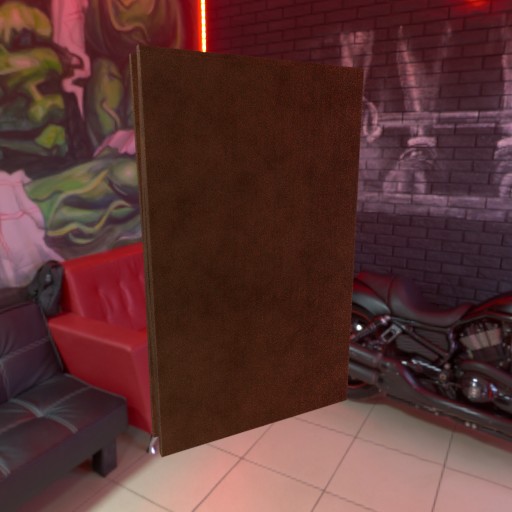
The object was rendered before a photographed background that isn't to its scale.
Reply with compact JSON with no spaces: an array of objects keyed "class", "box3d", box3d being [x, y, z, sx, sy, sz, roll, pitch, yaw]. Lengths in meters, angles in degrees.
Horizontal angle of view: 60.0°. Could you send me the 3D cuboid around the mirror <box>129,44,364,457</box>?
[{"class":"mirror","box3d":[0.000,0.000,0.941,0.468,0.768,0.082,-7,15,-26]}]
